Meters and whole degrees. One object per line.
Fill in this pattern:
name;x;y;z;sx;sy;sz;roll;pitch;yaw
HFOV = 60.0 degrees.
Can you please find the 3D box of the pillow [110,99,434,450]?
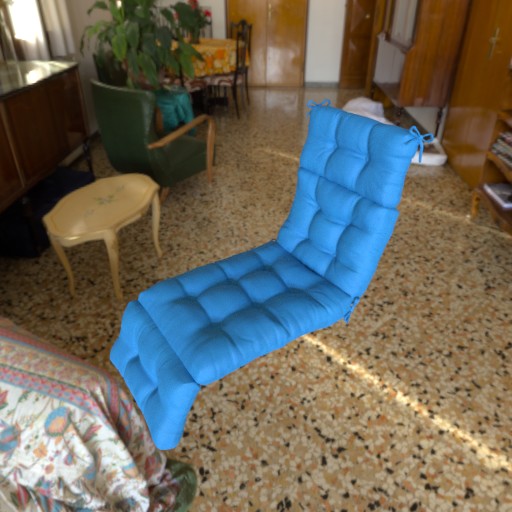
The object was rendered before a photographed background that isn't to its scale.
pillow;0.000;0.000;1.526;1.016;0.863;0.526;-19;37;-28
